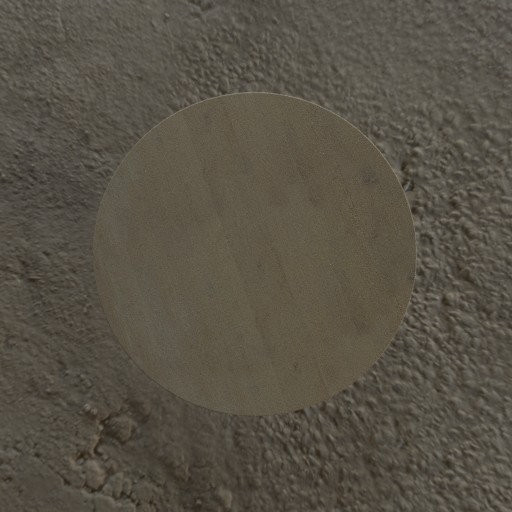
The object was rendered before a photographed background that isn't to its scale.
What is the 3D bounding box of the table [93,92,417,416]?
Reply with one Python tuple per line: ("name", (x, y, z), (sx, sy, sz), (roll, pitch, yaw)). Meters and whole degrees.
("table", (0.000, 0.000, 1.482), (0.800, 0.780, 0.800), (0, 89, 1))
